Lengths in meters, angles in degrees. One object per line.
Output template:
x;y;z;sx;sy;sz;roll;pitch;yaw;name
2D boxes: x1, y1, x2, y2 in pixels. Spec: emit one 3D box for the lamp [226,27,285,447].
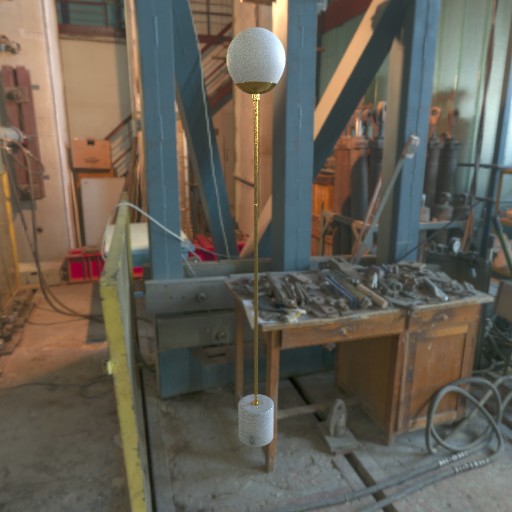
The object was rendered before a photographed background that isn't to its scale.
0.000;0.000;1.870;0.224;1.753;0.224;8;16;27;lamp
